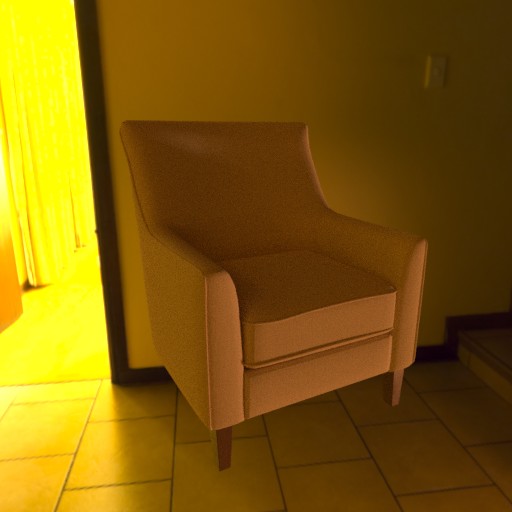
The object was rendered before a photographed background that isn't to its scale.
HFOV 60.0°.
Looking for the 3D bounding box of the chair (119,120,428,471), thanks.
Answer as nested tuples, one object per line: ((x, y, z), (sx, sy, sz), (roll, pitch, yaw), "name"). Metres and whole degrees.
((0.000, 0.000, 1.555), (0.756, 0.916, 0.879), (-8, 18, -27), "chair")
